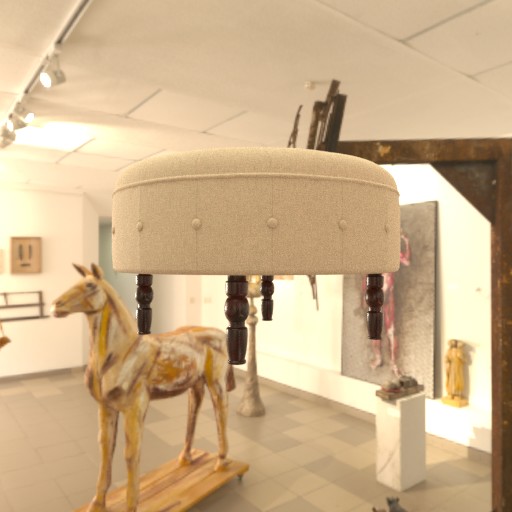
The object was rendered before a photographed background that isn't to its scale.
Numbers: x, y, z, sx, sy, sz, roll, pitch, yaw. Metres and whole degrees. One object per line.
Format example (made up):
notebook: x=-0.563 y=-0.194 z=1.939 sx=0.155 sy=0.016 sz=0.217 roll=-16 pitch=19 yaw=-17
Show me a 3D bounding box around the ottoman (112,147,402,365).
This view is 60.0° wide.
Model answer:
ottoman: x=0.000 y=0.000 z=1.369 sx=0.848 sy=0.494 sz=0.848 roll=0 pitch=0 yaw=0
